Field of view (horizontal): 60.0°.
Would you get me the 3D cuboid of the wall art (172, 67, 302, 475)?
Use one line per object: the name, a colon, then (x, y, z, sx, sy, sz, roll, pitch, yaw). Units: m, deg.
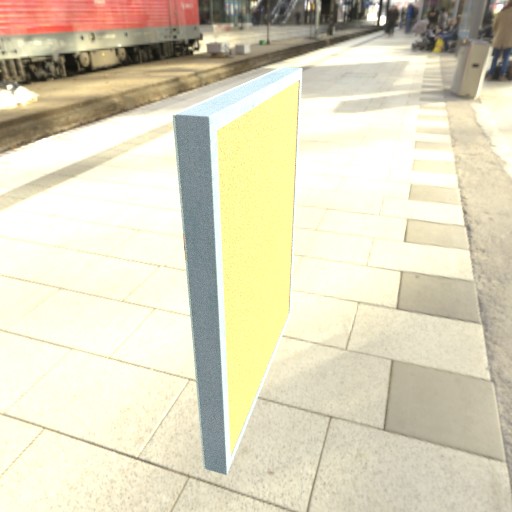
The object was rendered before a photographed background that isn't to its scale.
wall art: (0.000, 0.000, 0.699, 0.037, 0.509, 0.409, 8, 30, 15)
